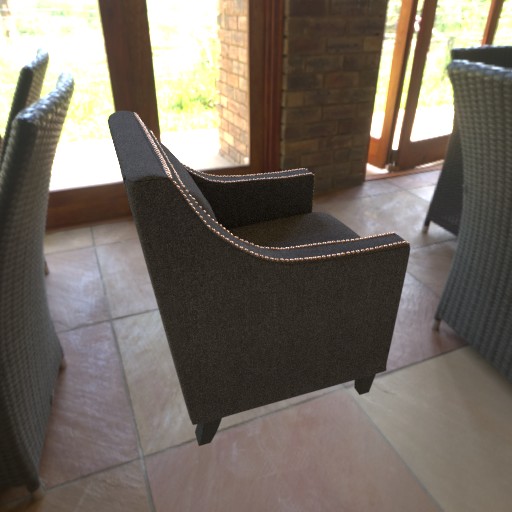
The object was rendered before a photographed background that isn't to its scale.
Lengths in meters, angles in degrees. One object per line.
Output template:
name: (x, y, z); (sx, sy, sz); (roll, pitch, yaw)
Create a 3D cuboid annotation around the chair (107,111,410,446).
chair: (0.000, 0.000, 1.657); (0.884, 0.967, 0.776); (-10, 31, -17)
